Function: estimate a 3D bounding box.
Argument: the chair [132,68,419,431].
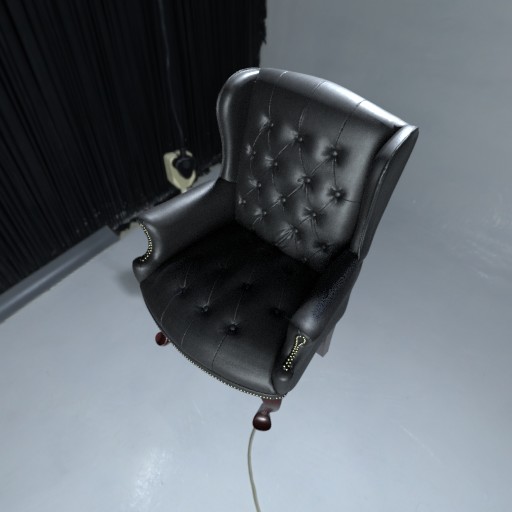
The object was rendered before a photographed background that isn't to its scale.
[{"bbox_3d":[0.000,0.000,1.691,0.831,1.133,0.822,33,56,26],"label":"chair"}]
